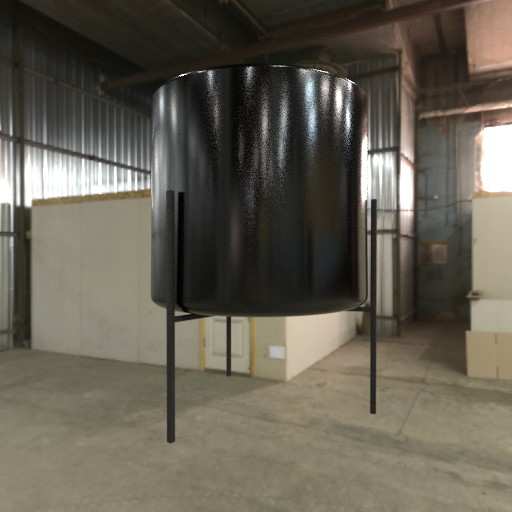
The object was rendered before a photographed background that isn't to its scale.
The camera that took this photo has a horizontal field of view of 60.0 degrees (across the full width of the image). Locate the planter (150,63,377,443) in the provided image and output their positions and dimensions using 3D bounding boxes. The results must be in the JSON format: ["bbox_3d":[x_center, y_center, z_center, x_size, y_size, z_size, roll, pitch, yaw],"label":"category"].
[{"bbox_3d":[0.000,0.000,0.637,0.310,0.432,0.310,-1,1,-34],"label":"planter"}]
